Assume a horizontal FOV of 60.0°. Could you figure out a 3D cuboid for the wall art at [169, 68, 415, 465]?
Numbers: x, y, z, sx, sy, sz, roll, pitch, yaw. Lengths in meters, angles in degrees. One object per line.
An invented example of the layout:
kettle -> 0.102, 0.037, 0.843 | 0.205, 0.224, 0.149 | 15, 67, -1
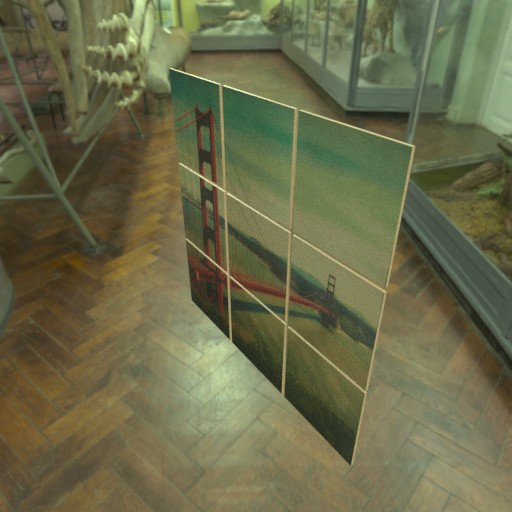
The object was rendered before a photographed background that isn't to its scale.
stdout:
wall art -> 0.000, 0.000, 2.165 | 0.014, 1.507, 1.519 | -21, 38, -29
